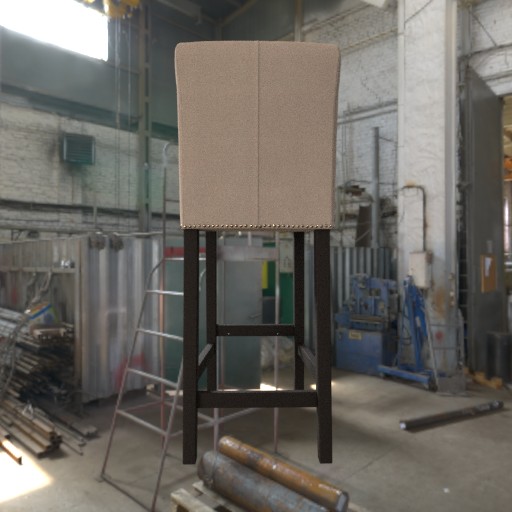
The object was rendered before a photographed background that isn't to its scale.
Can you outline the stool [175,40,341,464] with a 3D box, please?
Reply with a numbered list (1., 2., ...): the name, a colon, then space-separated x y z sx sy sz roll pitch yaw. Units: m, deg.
1. stool: 0.000 0.000 1.323 0.411 1.047 0.548 0 -1 -1
